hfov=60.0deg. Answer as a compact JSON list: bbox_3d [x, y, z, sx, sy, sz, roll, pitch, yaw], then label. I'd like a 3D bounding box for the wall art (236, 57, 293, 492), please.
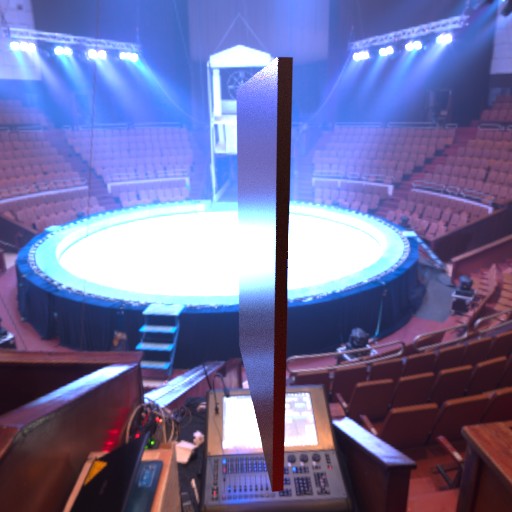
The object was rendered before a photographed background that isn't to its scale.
[{"bbox_3d":[0.000,0.000,1.399,0.030,1.046,0.816,-2,17,-8],"label":"wall art"}]
